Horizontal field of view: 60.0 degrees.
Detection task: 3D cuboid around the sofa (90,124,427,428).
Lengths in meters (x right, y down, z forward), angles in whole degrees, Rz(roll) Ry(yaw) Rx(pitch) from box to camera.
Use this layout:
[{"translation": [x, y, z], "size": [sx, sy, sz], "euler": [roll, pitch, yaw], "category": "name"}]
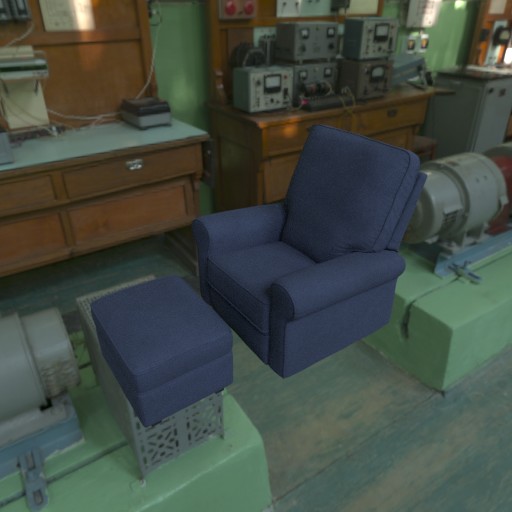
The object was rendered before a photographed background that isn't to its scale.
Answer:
[{"translation": [0.000, 0.000, 2.097], "size": [1.478, 0.959, 0.880], "euler": [-20, 36, -29], "category": "sofa"}]
